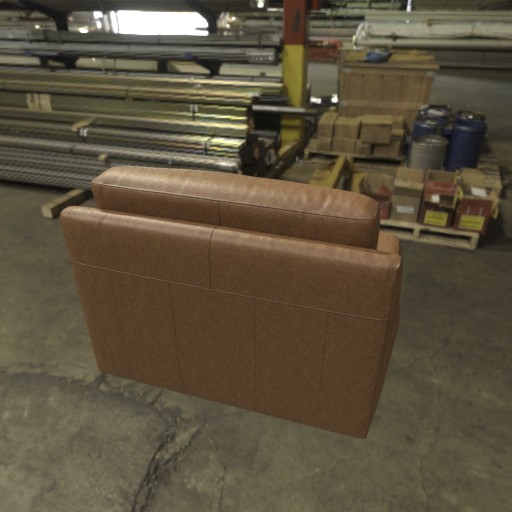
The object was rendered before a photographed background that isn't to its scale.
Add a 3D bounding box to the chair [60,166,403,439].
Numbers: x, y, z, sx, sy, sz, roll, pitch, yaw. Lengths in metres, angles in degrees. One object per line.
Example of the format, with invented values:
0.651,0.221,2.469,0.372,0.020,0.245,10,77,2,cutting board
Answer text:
0.000,0.000,2.026,1.276,0.978,1.050,9,32,15,chair
